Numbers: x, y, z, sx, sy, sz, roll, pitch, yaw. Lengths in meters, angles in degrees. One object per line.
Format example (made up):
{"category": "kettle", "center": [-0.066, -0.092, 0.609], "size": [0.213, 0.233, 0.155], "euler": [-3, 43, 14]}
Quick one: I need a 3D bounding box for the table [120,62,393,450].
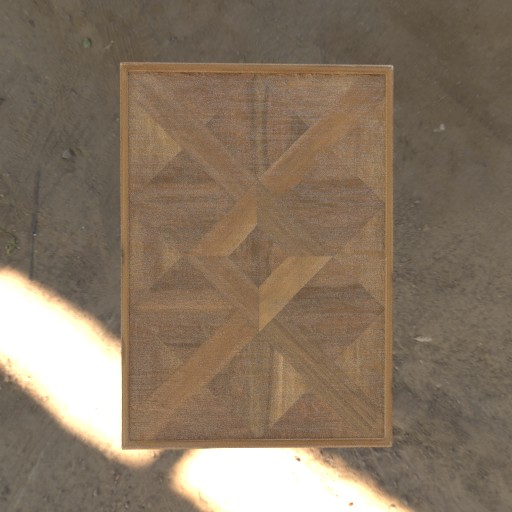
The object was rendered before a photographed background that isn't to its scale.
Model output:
{"category": "table", "center": [0.000, 0.000, 1.669], "size": [0.877, 0.492, 1.238], "euler": [0, 91, -2]}
